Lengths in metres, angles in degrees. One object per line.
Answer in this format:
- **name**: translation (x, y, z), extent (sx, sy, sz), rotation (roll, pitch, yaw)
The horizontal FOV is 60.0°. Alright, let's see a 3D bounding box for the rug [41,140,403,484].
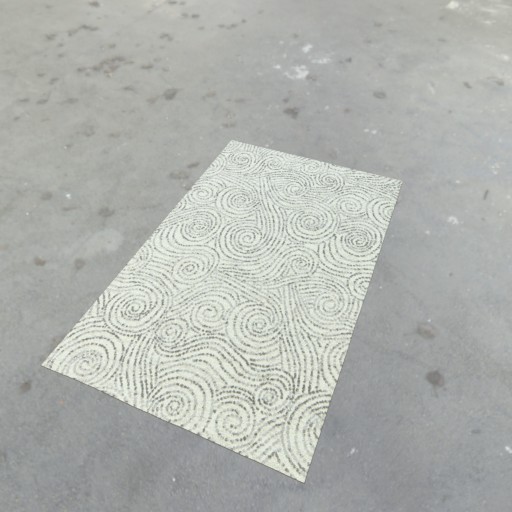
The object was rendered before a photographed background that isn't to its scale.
- **rug**: translation (0.000, 0.000, 2.988), extent (1.524, 0.005, 2.439), rotation (17, 49, 16)
